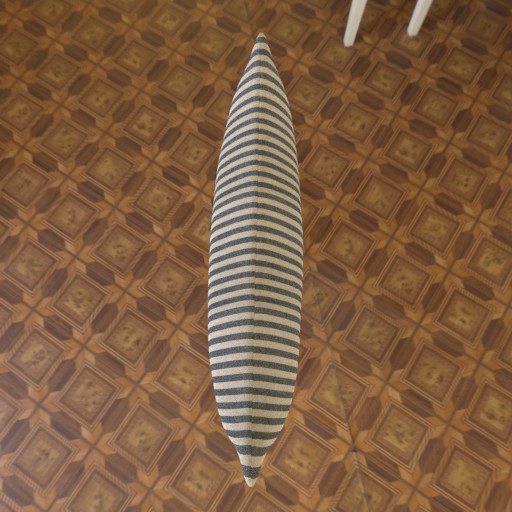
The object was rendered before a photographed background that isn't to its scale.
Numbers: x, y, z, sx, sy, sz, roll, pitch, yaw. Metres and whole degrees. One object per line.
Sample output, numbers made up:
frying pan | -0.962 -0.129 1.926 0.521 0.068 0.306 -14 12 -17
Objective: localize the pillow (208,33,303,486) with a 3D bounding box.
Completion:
pillow | 0.000 0.000 0.718 0.151 0.295 0.617 1 75 0
